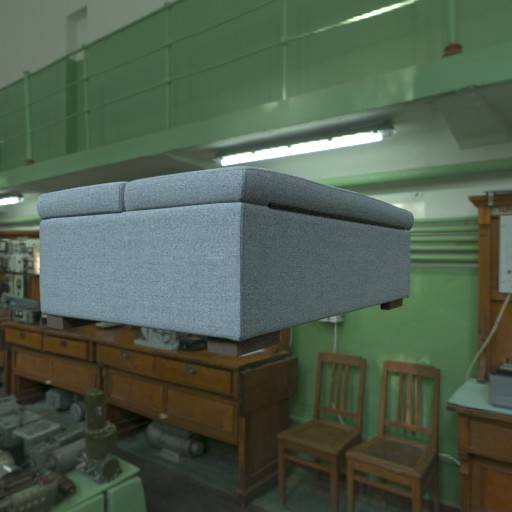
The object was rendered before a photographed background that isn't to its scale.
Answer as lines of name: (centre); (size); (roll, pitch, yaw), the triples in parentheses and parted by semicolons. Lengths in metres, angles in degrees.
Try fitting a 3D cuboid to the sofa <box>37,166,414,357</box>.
sofa: (0.000, 0.000, 1.636); (0.817, 0.434, 1.250); (0, 0, 35)
